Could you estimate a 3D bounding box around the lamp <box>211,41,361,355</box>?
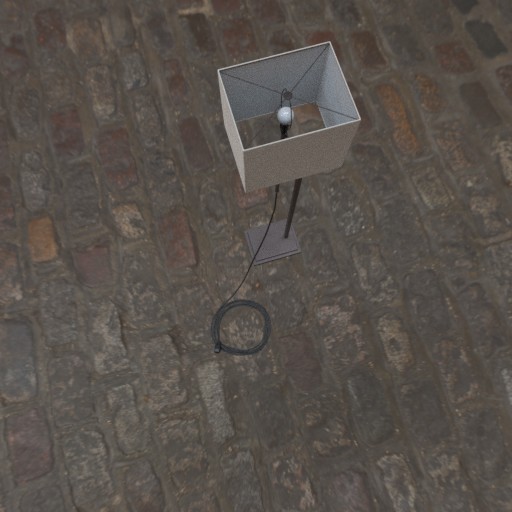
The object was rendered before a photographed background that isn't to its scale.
[{"bbox_3d":[0.000,0.000,2.004,0.698,1.600,0.774,-16,76,-4],"label":"lamp"}]
